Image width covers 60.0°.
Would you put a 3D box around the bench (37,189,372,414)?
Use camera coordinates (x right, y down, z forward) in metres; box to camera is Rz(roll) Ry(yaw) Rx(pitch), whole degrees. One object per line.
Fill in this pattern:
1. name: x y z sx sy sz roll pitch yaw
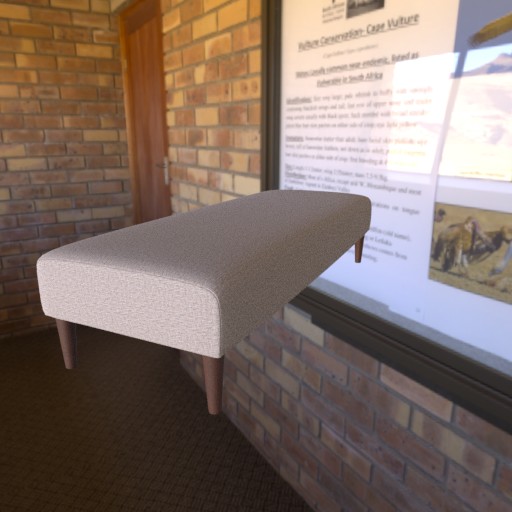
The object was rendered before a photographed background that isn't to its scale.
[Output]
1. bench: 0.000 0.000 1.833 0.631 0.383 1.598 7 17 25
